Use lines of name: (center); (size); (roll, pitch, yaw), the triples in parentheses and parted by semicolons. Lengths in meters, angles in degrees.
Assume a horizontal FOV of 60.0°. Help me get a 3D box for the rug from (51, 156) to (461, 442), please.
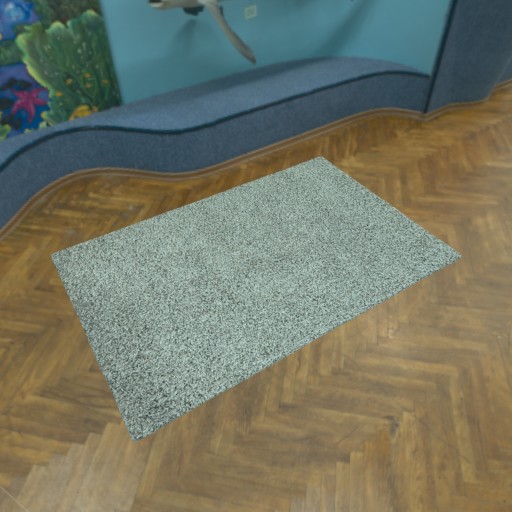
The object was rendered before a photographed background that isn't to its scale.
rug: (0.000, 0.000, 3.511); (2.743, 0.030, 1.778); (-24, 49, -23)
